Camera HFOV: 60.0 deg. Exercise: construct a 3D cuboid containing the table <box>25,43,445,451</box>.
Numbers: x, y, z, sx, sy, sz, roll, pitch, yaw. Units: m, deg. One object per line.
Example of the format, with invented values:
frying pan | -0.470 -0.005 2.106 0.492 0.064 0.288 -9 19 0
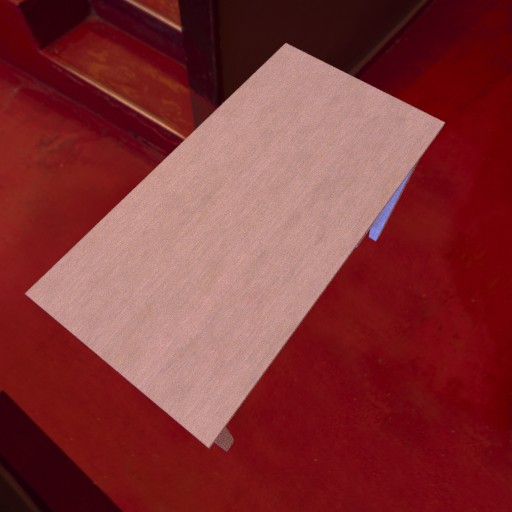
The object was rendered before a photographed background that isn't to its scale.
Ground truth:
table | 0.000 0.000 1.904 0.729 0.874 1.397 34 69 15
